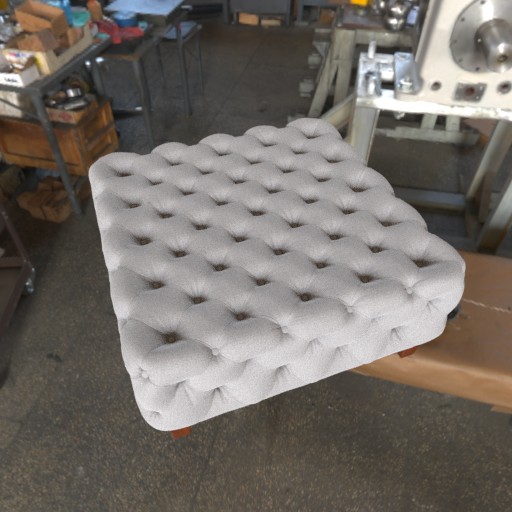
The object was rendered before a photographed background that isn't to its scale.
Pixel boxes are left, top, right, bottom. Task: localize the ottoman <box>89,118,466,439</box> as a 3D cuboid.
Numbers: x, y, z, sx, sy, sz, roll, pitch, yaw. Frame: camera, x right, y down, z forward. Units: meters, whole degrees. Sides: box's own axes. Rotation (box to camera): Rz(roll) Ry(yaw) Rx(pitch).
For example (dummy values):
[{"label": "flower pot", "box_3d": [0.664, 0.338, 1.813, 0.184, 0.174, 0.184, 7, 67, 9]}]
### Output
[{"label": "ottoman", "box_3d": [0.000, 0.000, 1.200, 0.764, 0.365, 0.758, -15, 47, -14]}]
